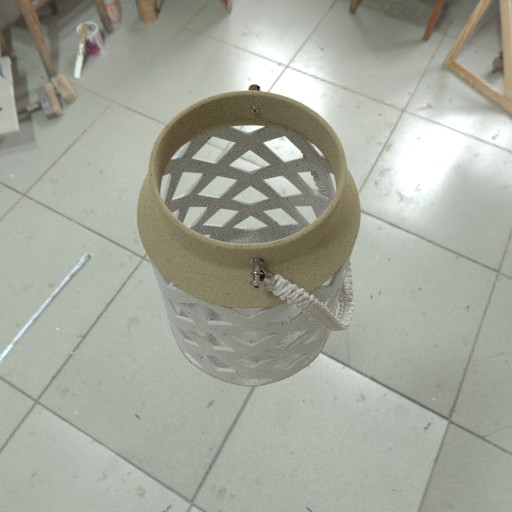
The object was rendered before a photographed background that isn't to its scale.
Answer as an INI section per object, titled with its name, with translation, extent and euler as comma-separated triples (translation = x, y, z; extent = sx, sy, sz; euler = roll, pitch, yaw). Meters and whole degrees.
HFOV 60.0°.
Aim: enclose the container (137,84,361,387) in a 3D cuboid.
[container]
translation = 0.000, 0.000, 0.344
extent = 0.172, 0.229, 0.163
euler = 0, 63, 0
